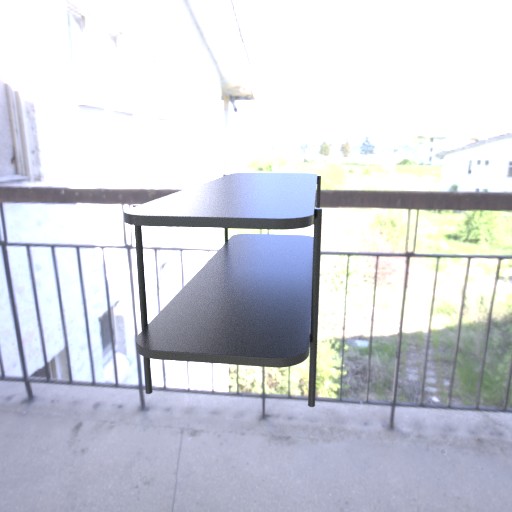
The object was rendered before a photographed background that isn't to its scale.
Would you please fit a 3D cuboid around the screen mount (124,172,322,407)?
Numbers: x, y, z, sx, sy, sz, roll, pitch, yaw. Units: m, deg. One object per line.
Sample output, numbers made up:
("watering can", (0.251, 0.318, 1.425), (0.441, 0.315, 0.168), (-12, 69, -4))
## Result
("screen mount", (0.000, 0.000, 1.417), (0.400, 0.447, 1.200), (2, 15, 8))
